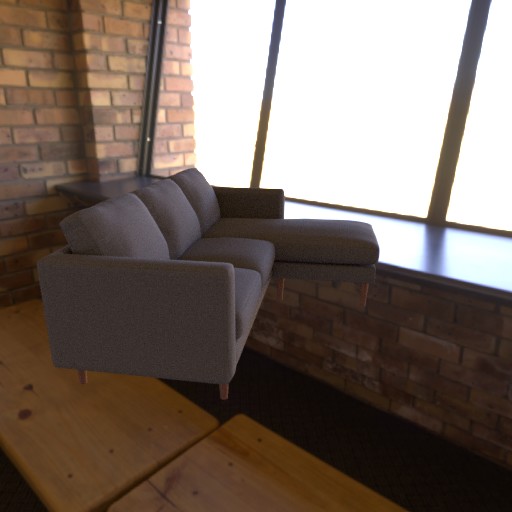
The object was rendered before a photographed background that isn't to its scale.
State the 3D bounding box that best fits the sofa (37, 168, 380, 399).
[{"bbox_3d":[0.000,0.000,2.802,1.591,0.897,2.031,3,18,9],"label":"sofa"}]
